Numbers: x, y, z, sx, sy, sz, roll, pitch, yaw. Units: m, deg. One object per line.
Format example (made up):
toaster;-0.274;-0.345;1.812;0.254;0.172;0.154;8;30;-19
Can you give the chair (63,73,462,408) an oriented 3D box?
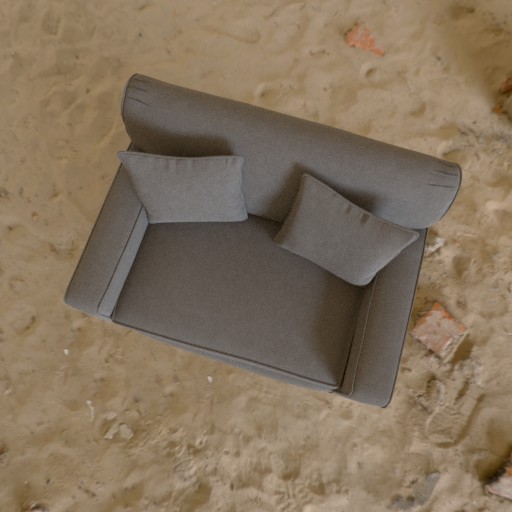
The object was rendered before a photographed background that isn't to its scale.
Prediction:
chair;0.000;0.000;2.021;1.395;0.953;0.992;17;76;4
